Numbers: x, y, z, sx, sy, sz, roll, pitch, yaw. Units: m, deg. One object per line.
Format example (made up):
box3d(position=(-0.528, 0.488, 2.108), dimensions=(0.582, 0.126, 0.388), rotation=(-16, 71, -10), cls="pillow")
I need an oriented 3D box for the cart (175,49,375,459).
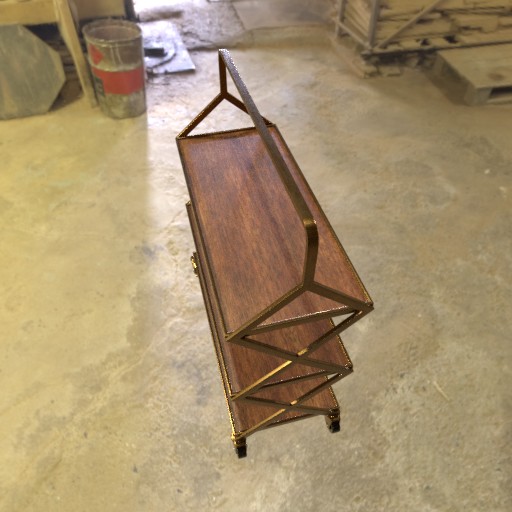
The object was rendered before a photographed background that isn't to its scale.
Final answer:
box3d(position=(0.000, 0.000, 1.164), dimensions=(0.313, 0.805, 0.723), rotation=(-11, 48, -10), cls="cart")
